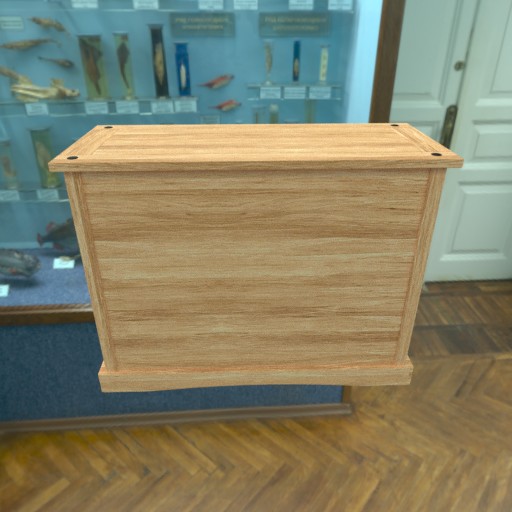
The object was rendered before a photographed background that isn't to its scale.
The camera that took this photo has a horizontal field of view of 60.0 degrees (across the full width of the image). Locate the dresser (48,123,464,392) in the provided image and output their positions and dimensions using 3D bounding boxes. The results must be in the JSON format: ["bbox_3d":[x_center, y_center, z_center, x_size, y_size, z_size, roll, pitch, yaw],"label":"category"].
[{"bbox_3d":[0.000,0.000,1.406,0.990,0.740,0.410,-1,28,-2],"label":"dresser"}]
